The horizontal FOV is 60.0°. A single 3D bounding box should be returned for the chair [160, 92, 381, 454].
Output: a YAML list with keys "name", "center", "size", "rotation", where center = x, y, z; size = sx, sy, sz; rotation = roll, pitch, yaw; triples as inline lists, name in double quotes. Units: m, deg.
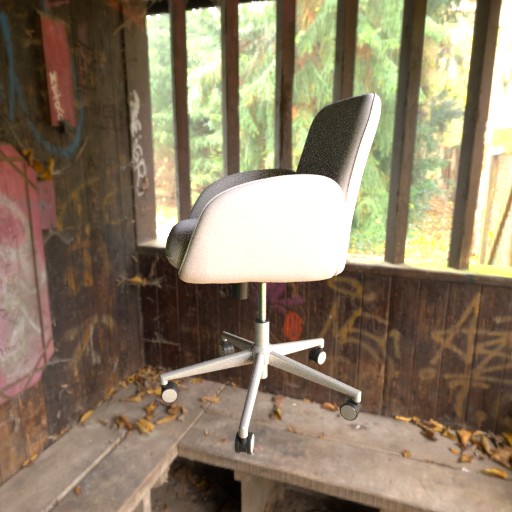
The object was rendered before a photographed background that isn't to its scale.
- name: "chair"
  center: [0.000, 0.000, 1.394]
  size: [0.633, 0.959, 0.648]
  rotation: [-2, 14, -8]
